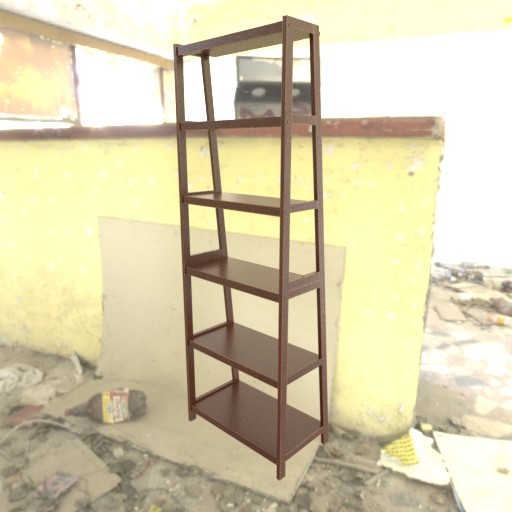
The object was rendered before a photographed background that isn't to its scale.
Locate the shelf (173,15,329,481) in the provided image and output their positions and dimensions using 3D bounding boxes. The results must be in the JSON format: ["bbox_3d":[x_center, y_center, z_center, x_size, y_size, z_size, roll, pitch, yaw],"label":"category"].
[{"bbox_3d":[0.000,0.000,2.108,0.660,1.892,0.381,13,19,42],"label":"shelf"}]
